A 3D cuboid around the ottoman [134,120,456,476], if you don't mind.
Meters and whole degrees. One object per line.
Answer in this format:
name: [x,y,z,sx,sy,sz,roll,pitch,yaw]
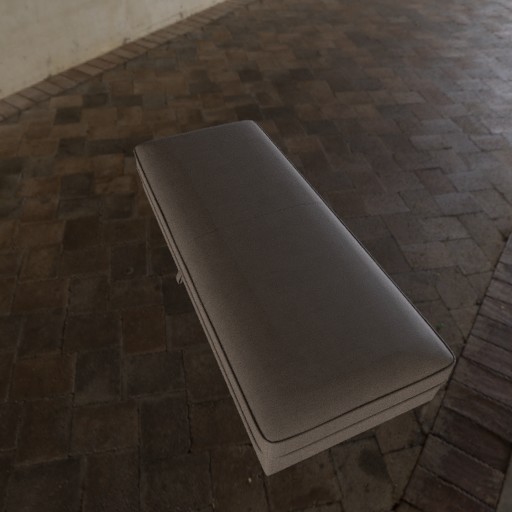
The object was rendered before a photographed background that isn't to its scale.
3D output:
ottoman: [0.000,0.000,2.041,0.751,0.470,1.764,-17,48,-16]
